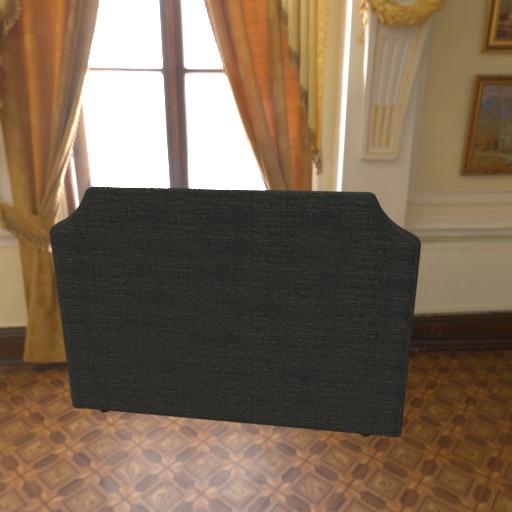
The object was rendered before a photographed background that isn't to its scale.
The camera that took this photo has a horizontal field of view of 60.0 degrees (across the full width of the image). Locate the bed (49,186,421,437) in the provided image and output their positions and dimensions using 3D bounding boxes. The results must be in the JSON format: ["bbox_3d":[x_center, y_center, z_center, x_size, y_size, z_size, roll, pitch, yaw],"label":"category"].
[{"bbox_3d":[0.000,0.000,3.263,1.828,1.297,2.208,2,17,8],"label":"bed"}]
